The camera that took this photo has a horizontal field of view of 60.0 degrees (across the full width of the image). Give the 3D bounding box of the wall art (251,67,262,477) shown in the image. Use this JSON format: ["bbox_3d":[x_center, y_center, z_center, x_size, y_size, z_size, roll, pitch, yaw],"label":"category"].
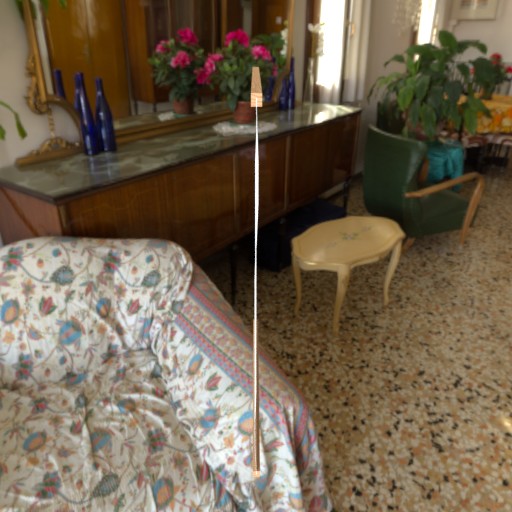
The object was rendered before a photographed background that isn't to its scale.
[{"bbox_3d":[0.000,0.000,1.348,0.020,1.016,0.739,0,26,0],"label":"wall art"}]
